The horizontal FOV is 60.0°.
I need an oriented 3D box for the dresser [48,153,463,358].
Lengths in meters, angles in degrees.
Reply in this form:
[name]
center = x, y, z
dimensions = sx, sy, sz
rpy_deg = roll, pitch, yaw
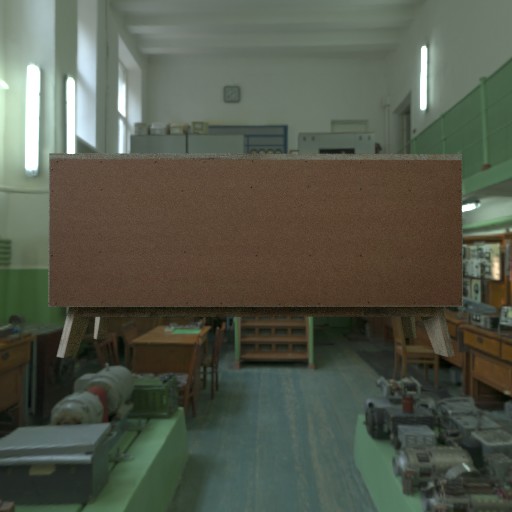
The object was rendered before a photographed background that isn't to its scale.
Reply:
[dresser]
center = 0.000, 0.000, 1.941
dimensions = 1.602, 0.788, 0.455
rpy_deg = 0, -1, -1
